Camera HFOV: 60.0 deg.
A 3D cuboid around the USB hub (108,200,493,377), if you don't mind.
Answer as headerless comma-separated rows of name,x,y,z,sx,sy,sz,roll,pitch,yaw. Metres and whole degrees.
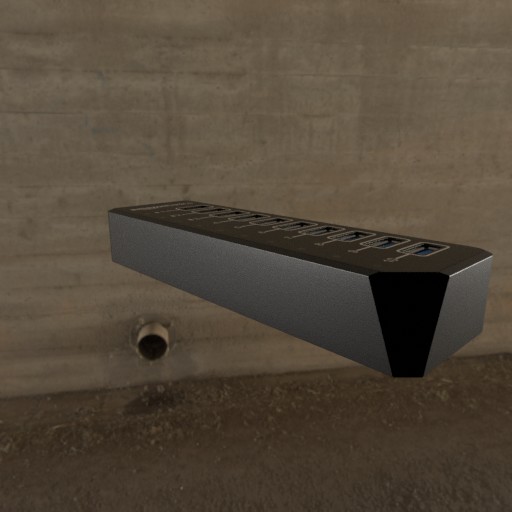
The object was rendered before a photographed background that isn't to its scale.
USB hub,0.000,0.000,0.159,0.044,0.023,0.145,-14,20,-42
